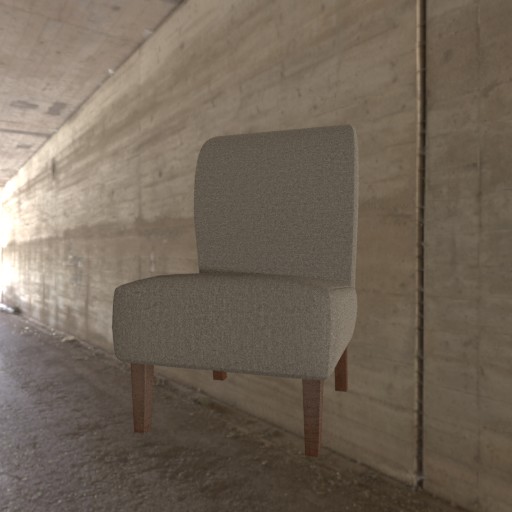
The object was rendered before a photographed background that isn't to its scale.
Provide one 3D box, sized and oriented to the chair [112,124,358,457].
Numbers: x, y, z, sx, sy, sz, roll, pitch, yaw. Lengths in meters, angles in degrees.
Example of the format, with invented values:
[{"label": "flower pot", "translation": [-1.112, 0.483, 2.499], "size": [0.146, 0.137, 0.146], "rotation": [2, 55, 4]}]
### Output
[{"label": "chair", "translation": [0.000, 0.000, 1.177], "size": [0.513, 0.804, 0.592], "rotation": [0, 0, 17]}]
